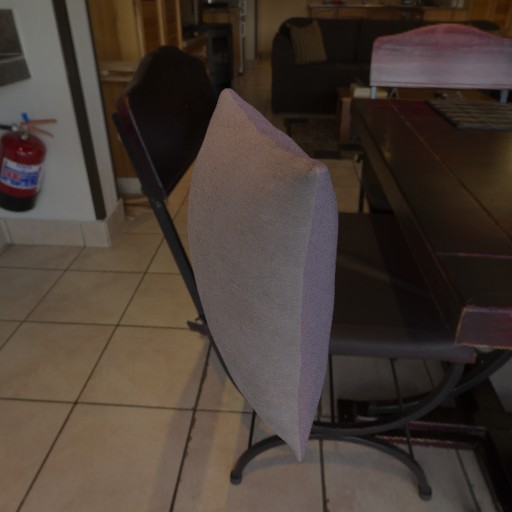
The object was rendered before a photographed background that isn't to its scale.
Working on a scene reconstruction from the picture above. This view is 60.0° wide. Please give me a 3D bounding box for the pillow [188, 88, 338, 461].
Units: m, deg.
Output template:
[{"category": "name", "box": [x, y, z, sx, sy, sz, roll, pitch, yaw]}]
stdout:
[{"category": "pillow", "box": [0.000, 0.000, 0.709, 0.204, 0.439, 0.452, -7, 31, -13]}]
